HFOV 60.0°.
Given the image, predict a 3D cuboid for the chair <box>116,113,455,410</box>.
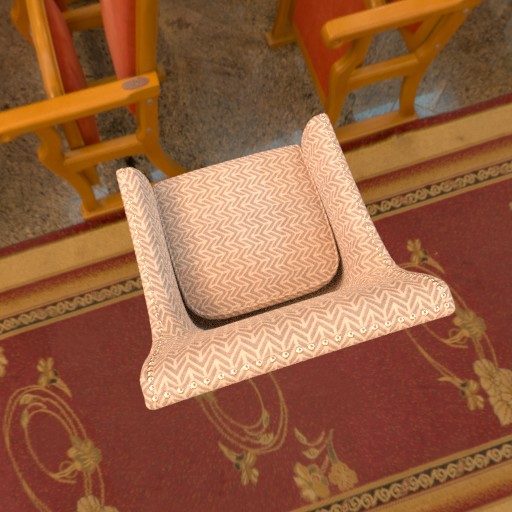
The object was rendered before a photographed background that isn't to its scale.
[{"bbox_3d":[0.000,0.000,1.273,0.623,0.816,0.651,-17,75,-5],"label":"chair"}]
